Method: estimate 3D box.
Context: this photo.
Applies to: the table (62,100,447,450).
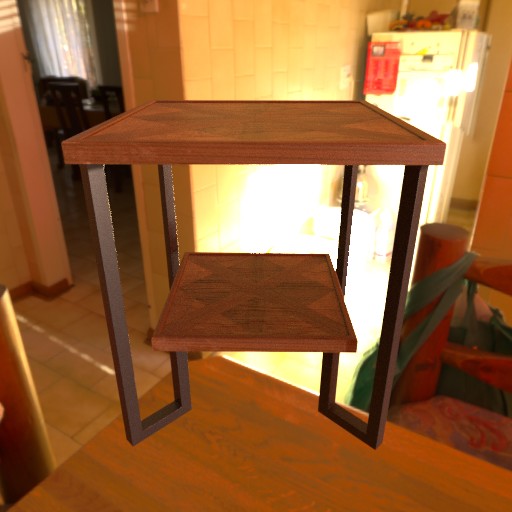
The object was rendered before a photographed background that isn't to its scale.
[{"bbox_3d":[0.000,0.000,0.922,0.503,0.563,0.503,0,25,1],"label":"table"}]
